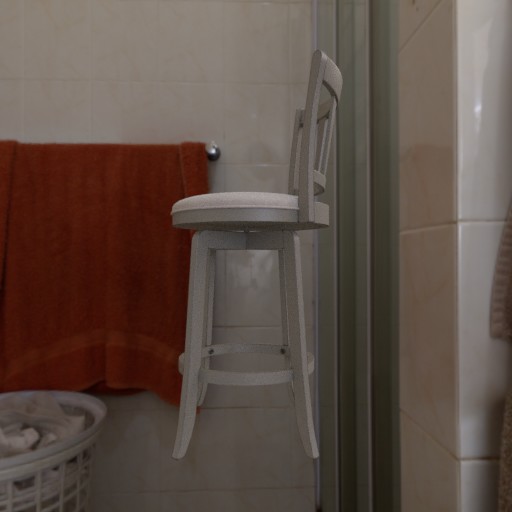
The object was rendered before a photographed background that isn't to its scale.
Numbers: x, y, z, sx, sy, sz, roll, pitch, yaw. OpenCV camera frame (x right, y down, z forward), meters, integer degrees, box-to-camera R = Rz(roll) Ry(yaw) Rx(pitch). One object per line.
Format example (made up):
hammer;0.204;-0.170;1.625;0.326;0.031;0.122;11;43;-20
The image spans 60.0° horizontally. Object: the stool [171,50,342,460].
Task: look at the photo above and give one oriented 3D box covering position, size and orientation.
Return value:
stool;0.000;0.000;1.284;0.486;0.994;0.450;0;0;-1
